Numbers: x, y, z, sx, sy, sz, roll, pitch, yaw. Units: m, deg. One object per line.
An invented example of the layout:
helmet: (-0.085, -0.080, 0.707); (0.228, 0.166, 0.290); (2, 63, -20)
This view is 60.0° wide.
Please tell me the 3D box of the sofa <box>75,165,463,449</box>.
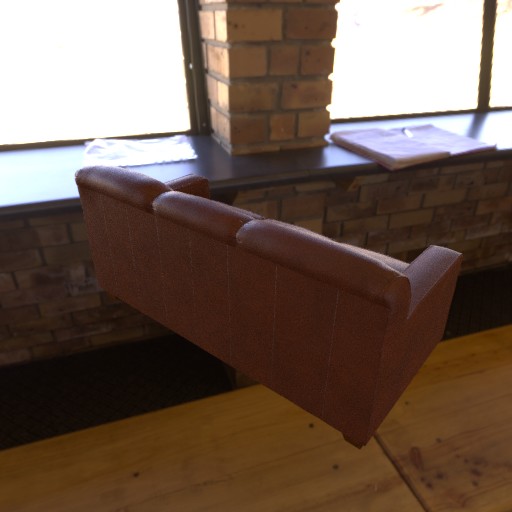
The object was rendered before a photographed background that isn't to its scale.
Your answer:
sofa: (0.000, 0.000, 2.593); (2.039, 0.953, 1.008); (22, 36, 34)
